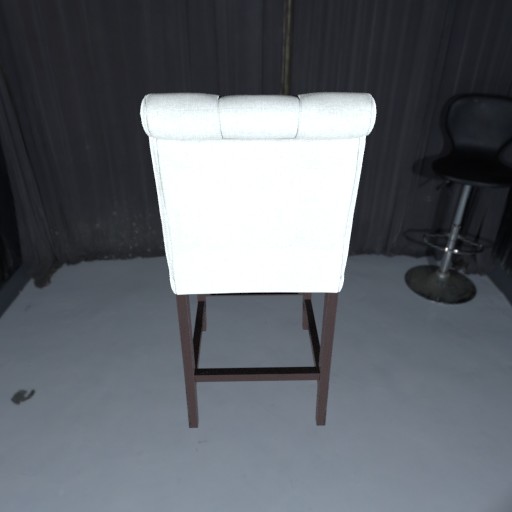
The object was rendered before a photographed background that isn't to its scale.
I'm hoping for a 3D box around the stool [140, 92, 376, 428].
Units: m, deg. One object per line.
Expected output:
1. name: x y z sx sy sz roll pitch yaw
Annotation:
1. stool: 0.000 0.000 1.347 0.493 1.040 0.601 -1 31 -1
